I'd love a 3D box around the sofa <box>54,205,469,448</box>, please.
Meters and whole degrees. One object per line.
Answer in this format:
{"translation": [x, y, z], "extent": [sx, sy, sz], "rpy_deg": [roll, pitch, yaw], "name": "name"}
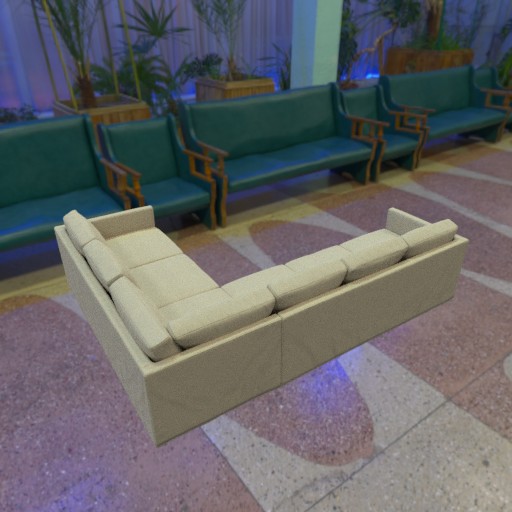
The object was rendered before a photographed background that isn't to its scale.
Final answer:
{"translation": [0.000, 0.000, 4.361], "extent": [3.182, 0.871, 2.432], "rpy_deg": [-18, 34, -29], "name": "sofa"}
